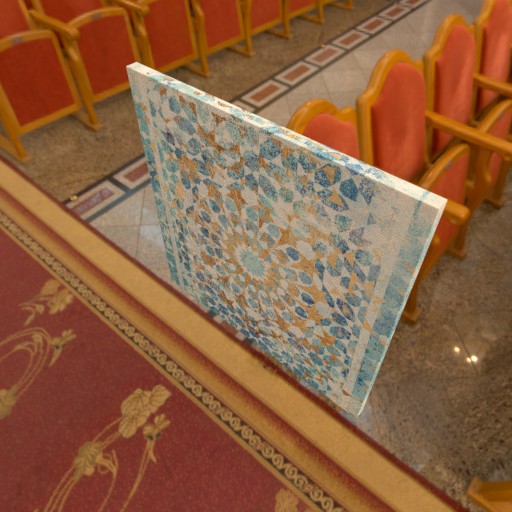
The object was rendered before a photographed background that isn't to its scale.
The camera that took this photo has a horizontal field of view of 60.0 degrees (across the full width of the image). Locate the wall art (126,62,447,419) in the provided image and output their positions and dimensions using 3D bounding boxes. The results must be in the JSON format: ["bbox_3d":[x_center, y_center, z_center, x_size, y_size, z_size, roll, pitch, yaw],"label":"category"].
[{"bbox_3d":[0.000,0.000,1.356,0.916,0.916,0.040,32,55,27],"label":"wall art"}]
